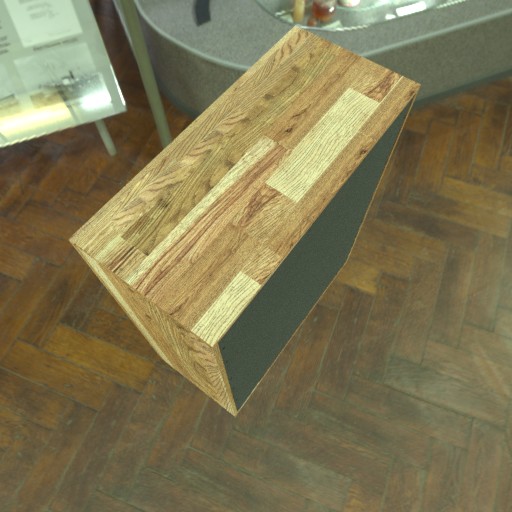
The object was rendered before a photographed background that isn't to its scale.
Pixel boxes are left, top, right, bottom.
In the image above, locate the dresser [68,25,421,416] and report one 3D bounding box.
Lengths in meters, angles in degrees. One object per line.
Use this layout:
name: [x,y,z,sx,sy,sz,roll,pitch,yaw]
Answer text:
dresser: [0.000,0.000,1.733,0.480,1.243,0.966,33,68,16]
